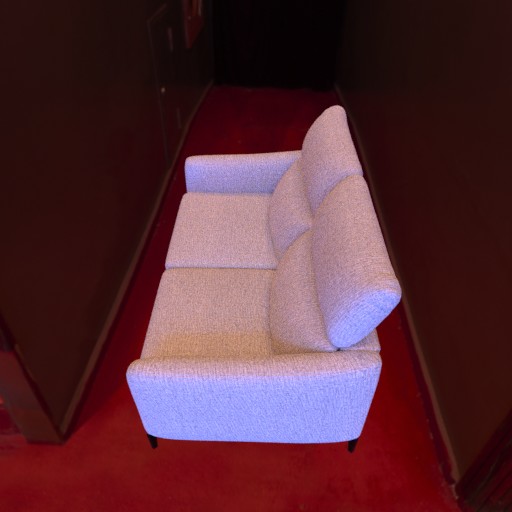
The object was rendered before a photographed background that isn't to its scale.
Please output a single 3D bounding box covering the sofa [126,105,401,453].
[{"bbox_3d":[0.000,0.000,2.085,0.905,0.950,1.540,1,41,1],"label":"sofa"}]
